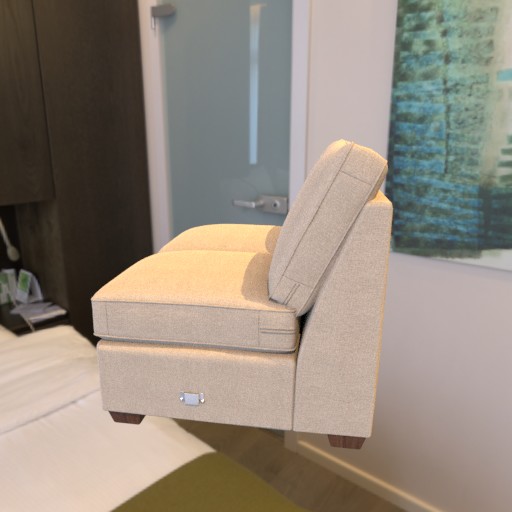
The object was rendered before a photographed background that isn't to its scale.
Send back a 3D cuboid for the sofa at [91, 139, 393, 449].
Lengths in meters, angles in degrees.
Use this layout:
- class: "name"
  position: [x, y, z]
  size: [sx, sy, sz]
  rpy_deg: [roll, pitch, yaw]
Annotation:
- class: "sofa"
  position: [0.000, 0.000, 1.983]
  size: [0.978, 1.006, 1.232]
  rpy_deg: [2, 15, 9]
